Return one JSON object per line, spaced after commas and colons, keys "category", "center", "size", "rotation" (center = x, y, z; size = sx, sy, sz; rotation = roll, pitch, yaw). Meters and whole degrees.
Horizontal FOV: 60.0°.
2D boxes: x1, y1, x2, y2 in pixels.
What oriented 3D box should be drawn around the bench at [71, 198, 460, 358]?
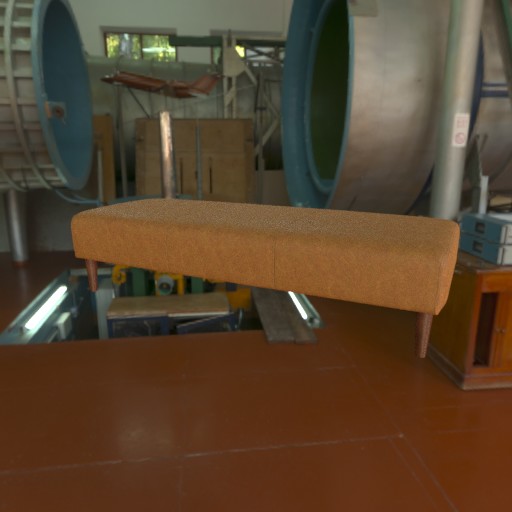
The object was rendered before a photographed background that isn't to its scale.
{"category": "bench", "center": [0.000, 0.000, 1.976], "size": [1.610, 0.399, 0.653], "rotation": [7, 16, 26]}
